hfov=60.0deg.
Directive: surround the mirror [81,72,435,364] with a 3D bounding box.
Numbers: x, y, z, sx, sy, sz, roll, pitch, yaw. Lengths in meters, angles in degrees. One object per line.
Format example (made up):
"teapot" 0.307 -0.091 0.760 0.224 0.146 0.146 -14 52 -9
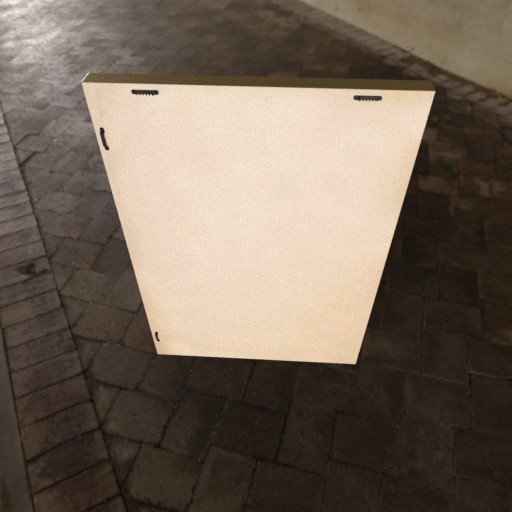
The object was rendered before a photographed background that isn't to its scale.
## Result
"mirror" 0.000 0.000 0.893 0.507 0.710 0.040 2 45 2
